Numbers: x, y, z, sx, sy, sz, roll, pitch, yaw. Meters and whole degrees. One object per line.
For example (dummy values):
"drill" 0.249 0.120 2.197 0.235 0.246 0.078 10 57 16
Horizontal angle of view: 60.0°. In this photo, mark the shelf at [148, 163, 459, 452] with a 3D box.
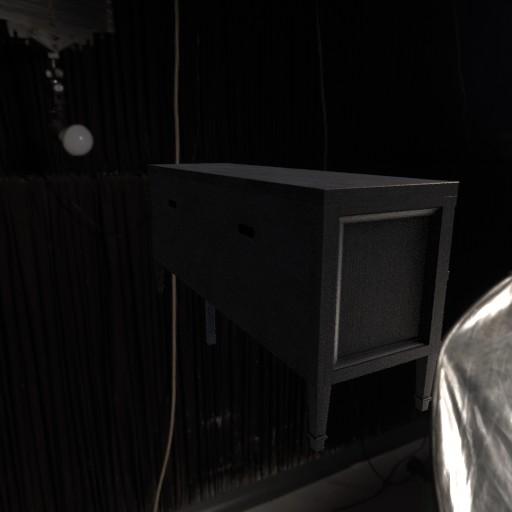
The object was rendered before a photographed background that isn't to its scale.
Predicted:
"shelf" 0.000 0.000 1.897 0.479 0.719 1.575 -7 16 -27
